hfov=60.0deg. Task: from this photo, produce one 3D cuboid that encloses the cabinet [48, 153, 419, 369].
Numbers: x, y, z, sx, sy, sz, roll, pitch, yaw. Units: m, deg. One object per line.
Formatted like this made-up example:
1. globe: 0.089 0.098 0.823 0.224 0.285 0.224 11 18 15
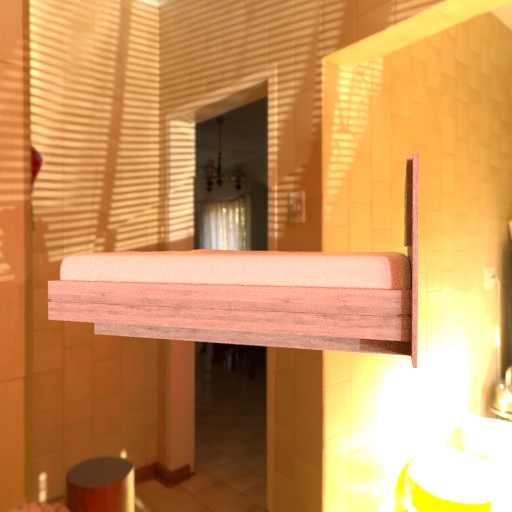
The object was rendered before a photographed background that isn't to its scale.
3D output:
1. cabinet: 0.000 0.000 3.112 2.080 0.970 1.750 0 1 18
